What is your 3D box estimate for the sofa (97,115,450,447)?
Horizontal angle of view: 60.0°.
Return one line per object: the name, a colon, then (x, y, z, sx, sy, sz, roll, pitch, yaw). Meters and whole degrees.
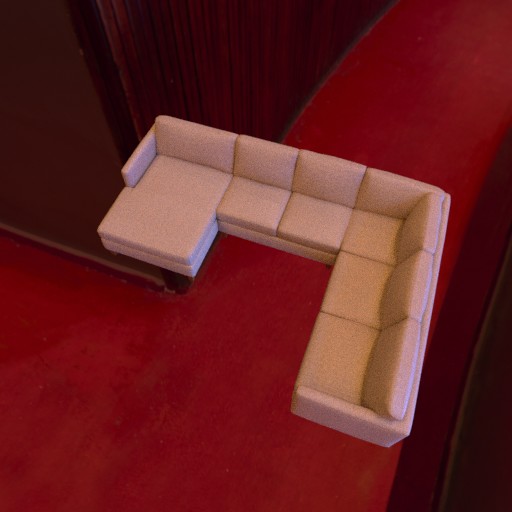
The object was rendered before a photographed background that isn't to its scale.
sofa: (0.000, 0.000, 4.543, 3.460, 0.961, 2.594, 17, 60, 11)
